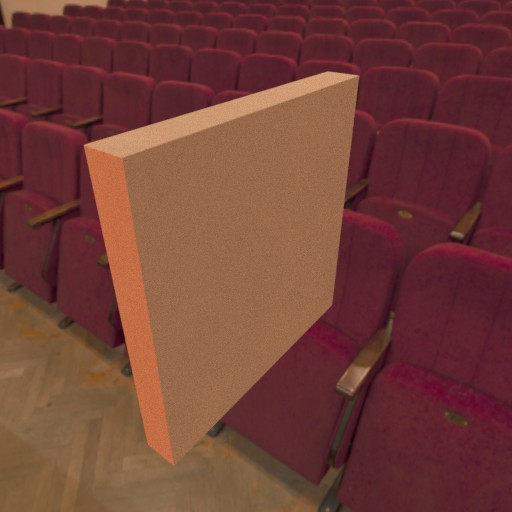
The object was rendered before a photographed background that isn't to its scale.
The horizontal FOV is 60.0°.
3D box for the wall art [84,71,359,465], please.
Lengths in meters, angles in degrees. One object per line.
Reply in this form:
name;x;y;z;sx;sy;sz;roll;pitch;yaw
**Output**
wall art;0.000;0.000;0.450;0.038;0.305;0.305;22;39;31
